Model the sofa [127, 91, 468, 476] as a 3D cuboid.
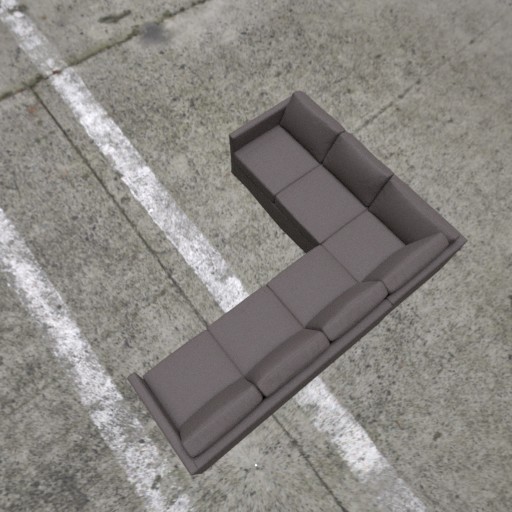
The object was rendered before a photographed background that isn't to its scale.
[{"bbox_3d":[0.000,0.000,4.345,3.182,0.871,2.432,-36,70,-15],"label":"sofa"}]
